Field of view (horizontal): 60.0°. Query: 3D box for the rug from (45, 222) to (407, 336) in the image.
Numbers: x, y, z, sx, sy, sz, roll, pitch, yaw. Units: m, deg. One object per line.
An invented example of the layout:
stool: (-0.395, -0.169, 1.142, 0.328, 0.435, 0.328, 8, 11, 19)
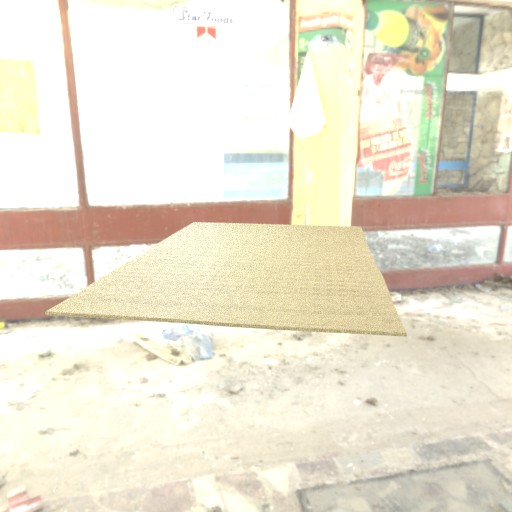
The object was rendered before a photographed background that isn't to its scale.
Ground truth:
rug: (0.000, 0.000, 2.921, 1.532, 0.018, 2.297, 2, 14, 8)
